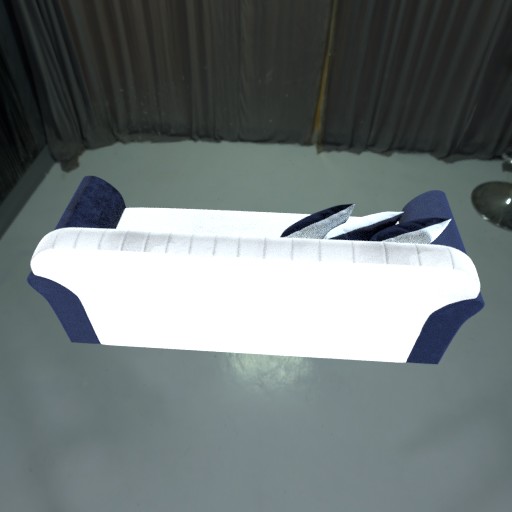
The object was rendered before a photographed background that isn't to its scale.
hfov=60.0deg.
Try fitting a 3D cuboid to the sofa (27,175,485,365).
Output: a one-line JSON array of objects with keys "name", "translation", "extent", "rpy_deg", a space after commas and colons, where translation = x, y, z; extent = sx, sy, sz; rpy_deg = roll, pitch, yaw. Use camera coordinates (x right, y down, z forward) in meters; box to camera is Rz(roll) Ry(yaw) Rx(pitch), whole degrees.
[{"name": "sofa", "translation": [0.000, 0.000, 2.305], "extent": [2.006, 0.789, 0.749], "rpy_deg": [3, 46, 3]}]
